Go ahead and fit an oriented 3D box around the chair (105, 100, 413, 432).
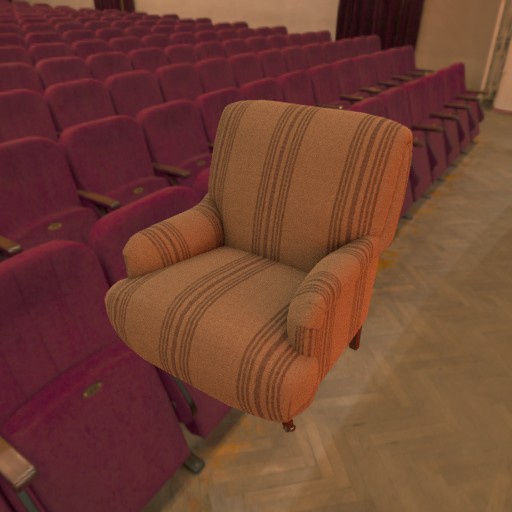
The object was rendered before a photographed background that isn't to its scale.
[{"bbox_3d":[0.000,0.000,1.601,0.813,0.940,0.914,18,34,29],"label":"chair"}]
